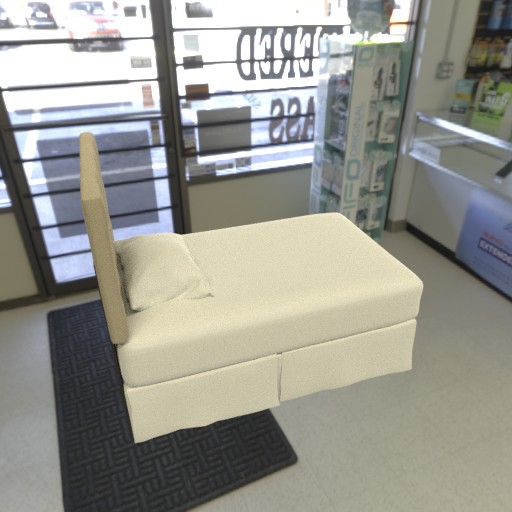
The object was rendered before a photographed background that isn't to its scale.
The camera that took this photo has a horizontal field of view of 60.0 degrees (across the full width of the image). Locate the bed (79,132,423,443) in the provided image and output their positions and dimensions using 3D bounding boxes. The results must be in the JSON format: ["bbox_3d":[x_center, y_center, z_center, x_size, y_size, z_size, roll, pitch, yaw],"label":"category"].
[{"bbox_3d":[0.000,0.000,3.009,1.997,1.571,1.261,-10,32,-17],"label":"bed"}]
